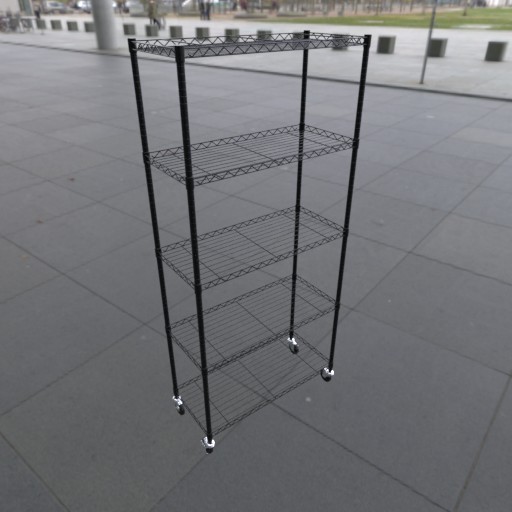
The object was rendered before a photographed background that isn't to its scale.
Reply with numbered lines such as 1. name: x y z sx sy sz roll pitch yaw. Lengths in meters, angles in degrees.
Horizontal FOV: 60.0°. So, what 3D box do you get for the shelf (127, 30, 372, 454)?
1. shelf: 0.000 0.000 1.847 0.762 1.645 0.356 -20 36 -31
